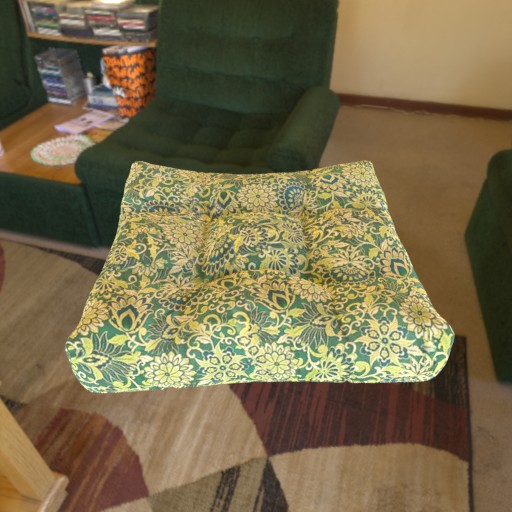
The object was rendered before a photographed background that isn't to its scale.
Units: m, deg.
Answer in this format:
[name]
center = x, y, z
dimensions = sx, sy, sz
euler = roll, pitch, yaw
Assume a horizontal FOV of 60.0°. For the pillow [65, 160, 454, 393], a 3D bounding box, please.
[pillow]
center = 0.000, 0.000, 0.734
dimensions = 0.490, 0.128, 0.468
euler = -1, 41, -1
